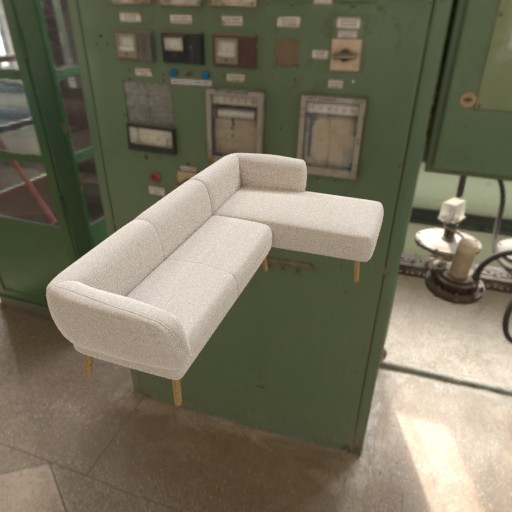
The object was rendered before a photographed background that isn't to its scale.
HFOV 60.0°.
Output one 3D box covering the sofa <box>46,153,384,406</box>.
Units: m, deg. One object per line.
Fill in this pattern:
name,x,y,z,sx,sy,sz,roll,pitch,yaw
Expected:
sofa,0.000,0.000,3.289,1.610,0.730,2.660,10,32,17
